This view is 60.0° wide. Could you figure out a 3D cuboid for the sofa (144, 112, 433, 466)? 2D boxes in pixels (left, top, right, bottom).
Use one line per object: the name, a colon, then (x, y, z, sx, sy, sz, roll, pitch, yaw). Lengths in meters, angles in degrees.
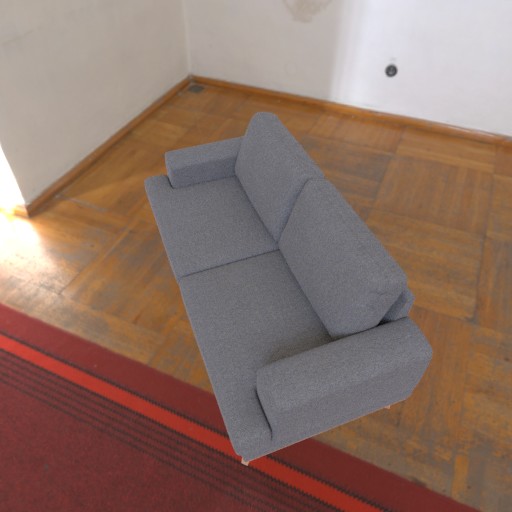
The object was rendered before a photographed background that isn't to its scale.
sofa: (0.000, 0.000, 2.135, 0.785, 0.810, 1.650, -16, 48, -14)
